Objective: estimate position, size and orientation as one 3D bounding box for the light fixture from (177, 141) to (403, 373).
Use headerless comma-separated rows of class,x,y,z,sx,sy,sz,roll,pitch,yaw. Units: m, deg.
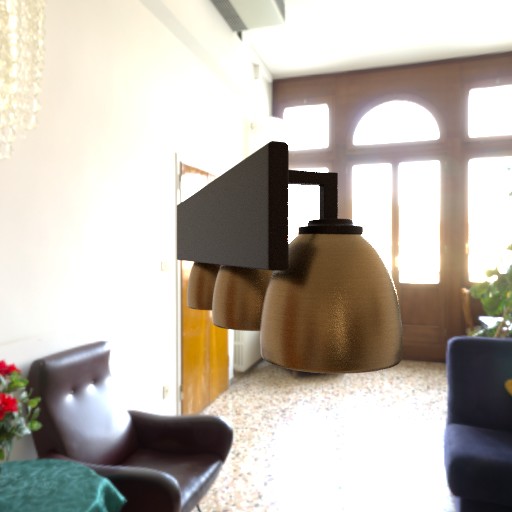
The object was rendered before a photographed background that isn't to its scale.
light fixture,0.000,0.000,0.664,0.157,0.204,0.582,0,1,-18
